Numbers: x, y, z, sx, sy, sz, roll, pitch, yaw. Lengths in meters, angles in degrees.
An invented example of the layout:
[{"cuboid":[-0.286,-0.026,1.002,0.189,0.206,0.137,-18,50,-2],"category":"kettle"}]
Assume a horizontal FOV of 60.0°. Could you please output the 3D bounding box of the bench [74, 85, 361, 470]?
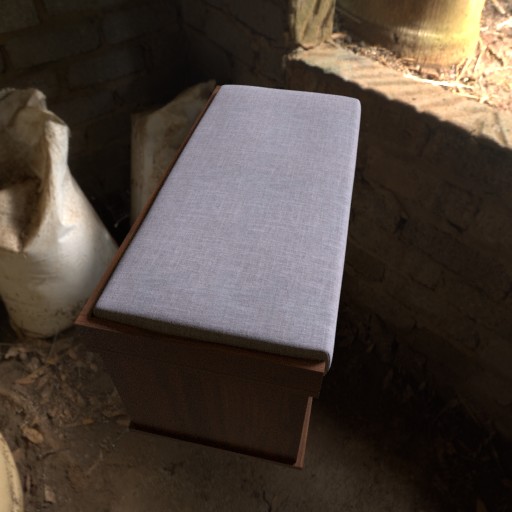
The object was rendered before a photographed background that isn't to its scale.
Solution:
[{"cuboid":[0.000,0.000,0.986,0.362,0.461,0.734,9,47,8],"category":"bench"}]
